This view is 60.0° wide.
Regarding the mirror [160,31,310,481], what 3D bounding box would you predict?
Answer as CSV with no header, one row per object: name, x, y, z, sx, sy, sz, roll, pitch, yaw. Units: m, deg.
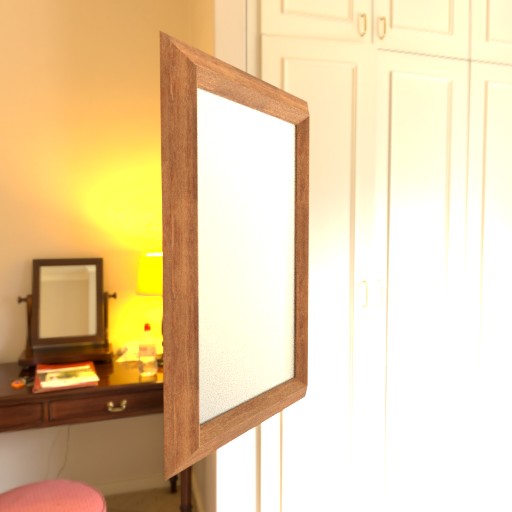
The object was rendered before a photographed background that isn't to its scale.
mirror,0.000,0.000,1.241,0.047,1.010,0.651,2,4,36
